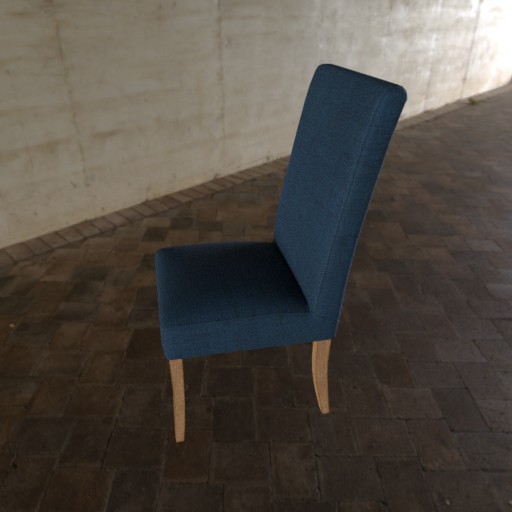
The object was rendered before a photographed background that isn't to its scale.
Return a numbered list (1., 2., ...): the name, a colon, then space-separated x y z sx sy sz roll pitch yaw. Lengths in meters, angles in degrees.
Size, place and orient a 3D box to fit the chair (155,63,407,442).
1. chair: 0.000 0.000 1.352 0.610 1.029 0.450 -7 30 -11
